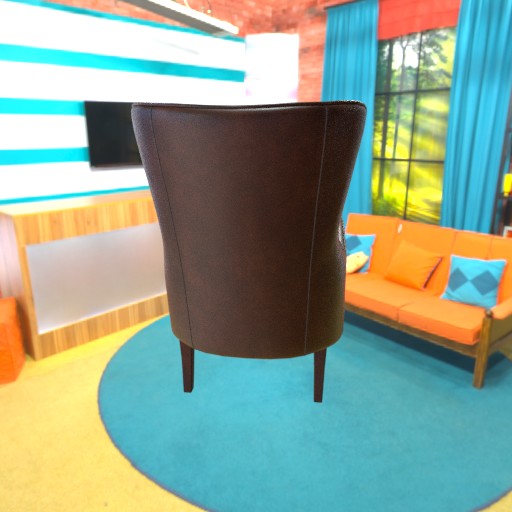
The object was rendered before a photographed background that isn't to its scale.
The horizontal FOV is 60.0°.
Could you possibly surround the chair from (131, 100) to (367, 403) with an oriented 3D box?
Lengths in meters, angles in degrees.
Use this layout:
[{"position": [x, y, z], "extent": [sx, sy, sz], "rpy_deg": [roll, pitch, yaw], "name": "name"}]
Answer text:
[{"position": [0.000, 0.000, 1.643], "extent": [0.692, 1.048, 0.914], "rpy_deg": [2, 16, 7], "name": "chair"}]
